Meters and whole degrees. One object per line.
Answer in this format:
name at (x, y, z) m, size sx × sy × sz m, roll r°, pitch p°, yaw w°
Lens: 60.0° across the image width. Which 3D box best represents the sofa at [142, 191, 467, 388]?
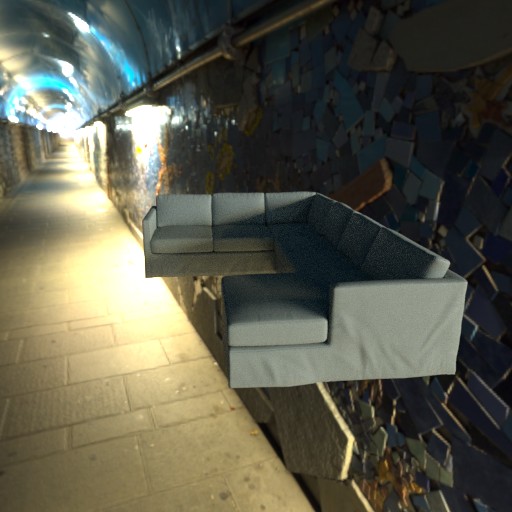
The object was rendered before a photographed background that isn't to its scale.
sofa at (0.000, 0.000, 4.475) m, size 2.427 × 0.882 × 3.460 m, roll -2°, pitch 16°, yaw -6°
